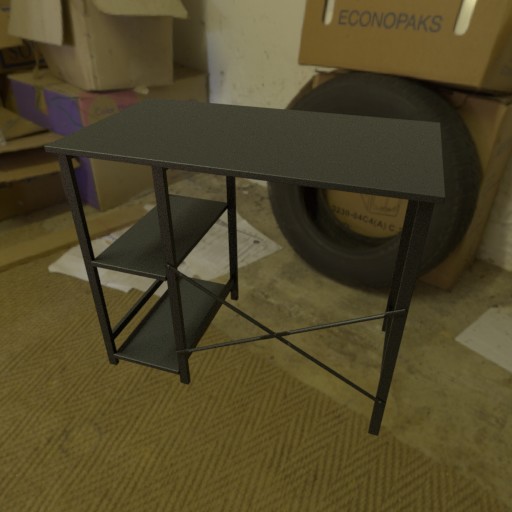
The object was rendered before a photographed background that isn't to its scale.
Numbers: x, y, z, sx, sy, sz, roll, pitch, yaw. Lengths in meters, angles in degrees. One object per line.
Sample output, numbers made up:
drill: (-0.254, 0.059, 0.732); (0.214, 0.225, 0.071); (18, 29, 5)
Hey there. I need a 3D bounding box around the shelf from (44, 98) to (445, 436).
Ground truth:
shelf: (0.000, 0.000, 1.341); (0.902, 0.749, 0.498); (10, 34, 15)
